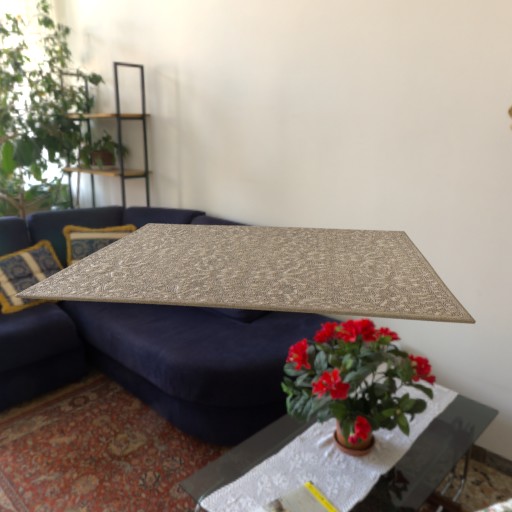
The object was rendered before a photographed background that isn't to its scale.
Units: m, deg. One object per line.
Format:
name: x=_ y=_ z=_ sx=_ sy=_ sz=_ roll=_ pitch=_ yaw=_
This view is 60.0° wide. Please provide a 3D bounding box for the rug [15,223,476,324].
rug: x=0.000 y=0.000 z=4.018 sx=3.017 sy=0.035 sz=2.472 roll=2 pitch=16 yaw=8
